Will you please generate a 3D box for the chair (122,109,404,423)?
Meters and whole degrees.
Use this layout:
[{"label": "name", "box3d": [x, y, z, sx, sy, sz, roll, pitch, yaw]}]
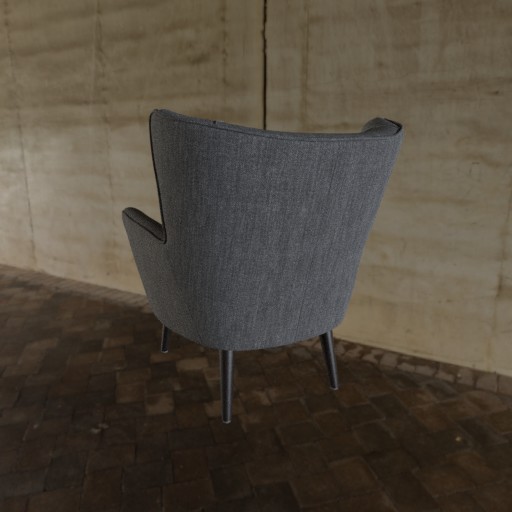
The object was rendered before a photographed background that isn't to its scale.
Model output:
[{"label": "chair", "box3d": [0.000, 0.000, 1.557, 0.781, 0.933, 0.888, -7, 16, -27]}]
